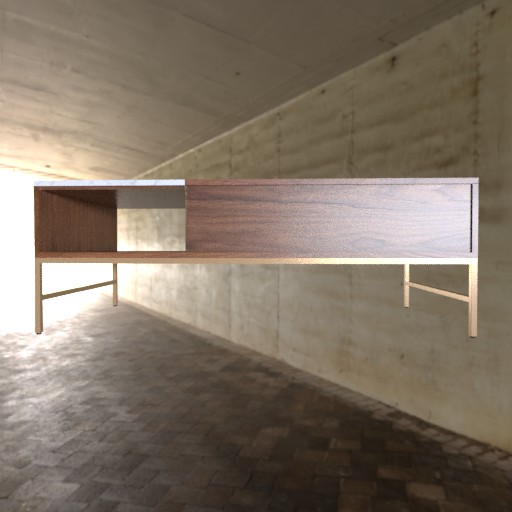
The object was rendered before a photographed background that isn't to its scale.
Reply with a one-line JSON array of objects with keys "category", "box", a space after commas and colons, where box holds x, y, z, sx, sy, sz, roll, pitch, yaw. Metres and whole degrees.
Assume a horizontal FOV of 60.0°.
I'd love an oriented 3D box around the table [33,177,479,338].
[{"category": "table", "box": [0.000, 0.000, 1.945, 1.553, 0.551, 0.789, 0, 1, 2]}]
